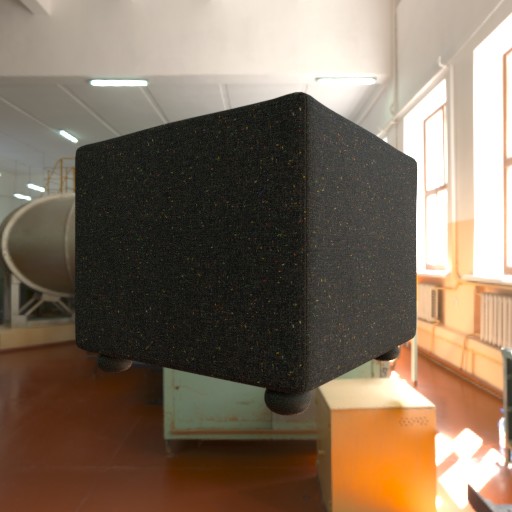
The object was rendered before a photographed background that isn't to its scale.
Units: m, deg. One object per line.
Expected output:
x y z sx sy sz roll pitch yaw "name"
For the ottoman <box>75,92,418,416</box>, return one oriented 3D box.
0.000 0.000 0.881 0.508 0.432 0.508 0 0 35 "ottoman"
